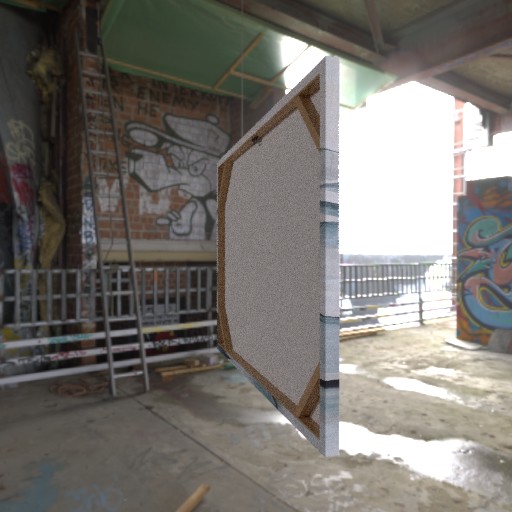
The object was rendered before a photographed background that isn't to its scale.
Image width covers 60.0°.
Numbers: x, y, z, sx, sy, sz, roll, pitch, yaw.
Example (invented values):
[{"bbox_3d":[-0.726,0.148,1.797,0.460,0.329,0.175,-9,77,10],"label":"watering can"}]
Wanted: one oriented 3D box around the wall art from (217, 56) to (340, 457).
[{"bbox_3d":[0.000,0.000,1.594,0.039,0.915,1.219,0,0,-17],"label":"wall art"}]
